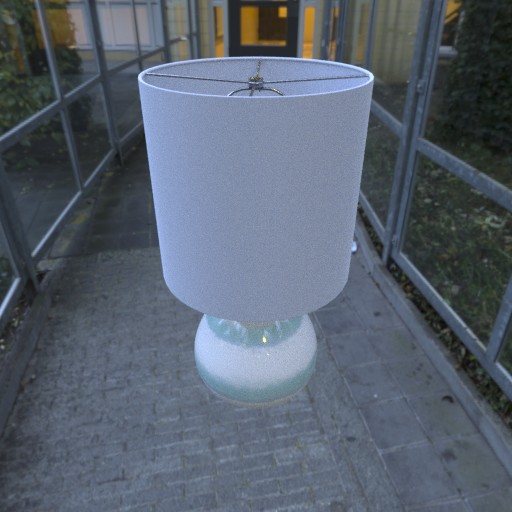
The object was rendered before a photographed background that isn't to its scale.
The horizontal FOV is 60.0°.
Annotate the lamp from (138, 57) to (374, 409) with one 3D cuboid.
[{"bbox_3d":[0.000,0.000,0.521,0.217,0.404,0.217,1,31,2],"label":"lamp"}]
